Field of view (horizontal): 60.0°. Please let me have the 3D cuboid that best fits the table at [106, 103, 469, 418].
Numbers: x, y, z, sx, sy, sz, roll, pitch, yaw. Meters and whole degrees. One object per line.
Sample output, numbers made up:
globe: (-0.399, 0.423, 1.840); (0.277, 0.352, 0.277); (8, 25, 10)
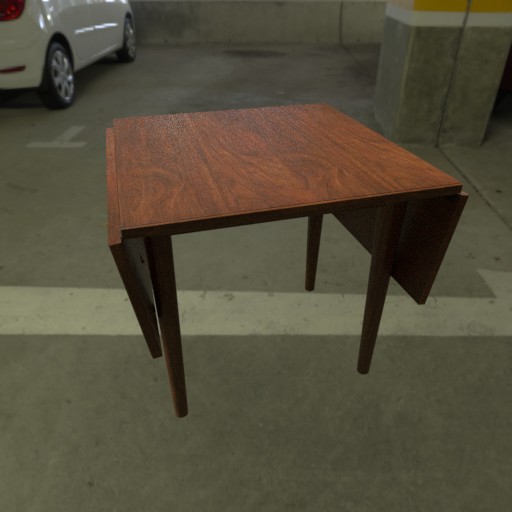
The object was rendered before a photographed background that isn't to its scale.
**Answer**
table: (0.000, 0.000, 1.488); (0.843, 0.763, 0.812); (-9, 34, -14)
